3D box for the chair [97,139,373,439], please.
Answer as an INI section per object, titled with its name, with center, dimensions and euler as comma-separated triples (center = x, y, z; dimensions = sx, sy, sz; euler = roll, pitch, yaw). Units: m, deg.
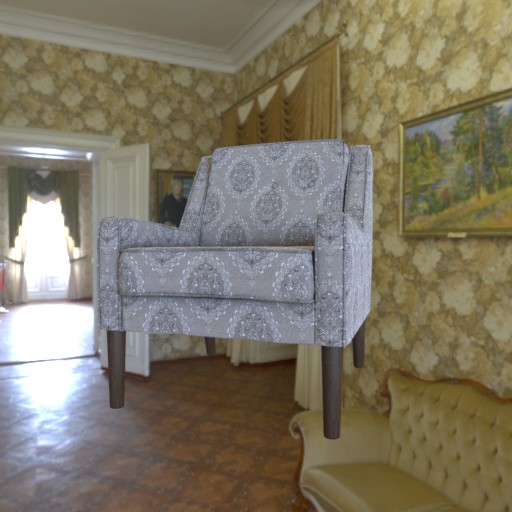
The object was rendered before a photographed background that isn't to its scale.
[chair]
center = 0.000, 0.000, 1.375
dimensions = 0.665, 0.797, 0.750
euler = 1, 2, 19
